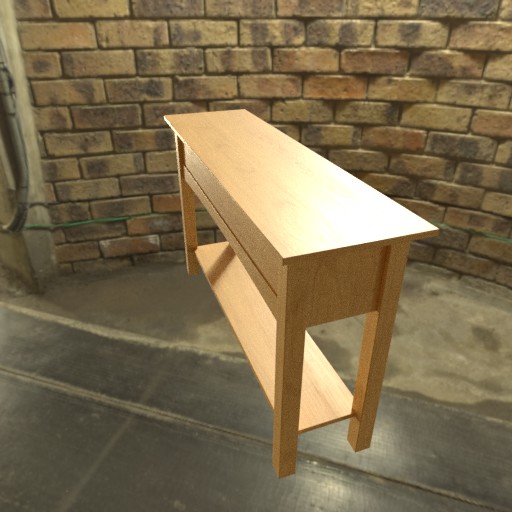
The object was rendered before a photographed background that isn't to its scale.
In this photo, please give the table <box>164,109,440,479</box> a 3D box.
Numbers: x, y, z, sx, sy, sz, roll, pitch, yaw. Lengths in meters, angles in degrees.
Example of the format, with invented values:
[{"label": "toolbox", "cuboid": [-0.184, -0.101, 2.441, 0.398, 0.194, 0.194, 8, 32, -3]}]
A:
[{"label": "table", "cuboid": [0.000, 0.000, 1.543, 0.350, 0.730, 1.240, -10, 32, -17]}]
